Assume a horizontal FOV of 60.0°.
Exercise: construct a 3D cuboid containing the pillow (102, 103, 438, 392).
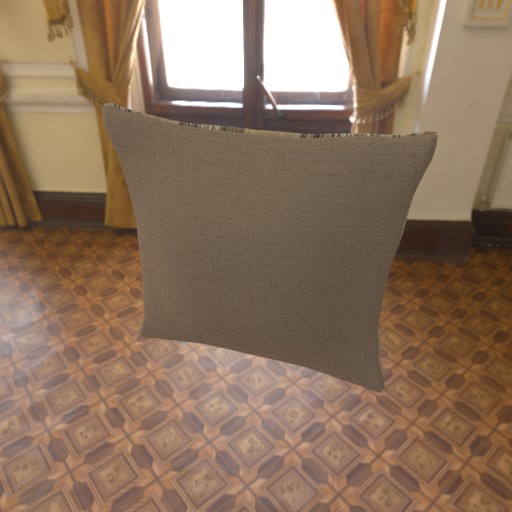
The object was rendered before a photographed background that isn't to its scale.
[{"bbox_3d":[0.000,0.000,0.660,0.435,0.416,0.189,10,34,15],"label":"pillow"}]
